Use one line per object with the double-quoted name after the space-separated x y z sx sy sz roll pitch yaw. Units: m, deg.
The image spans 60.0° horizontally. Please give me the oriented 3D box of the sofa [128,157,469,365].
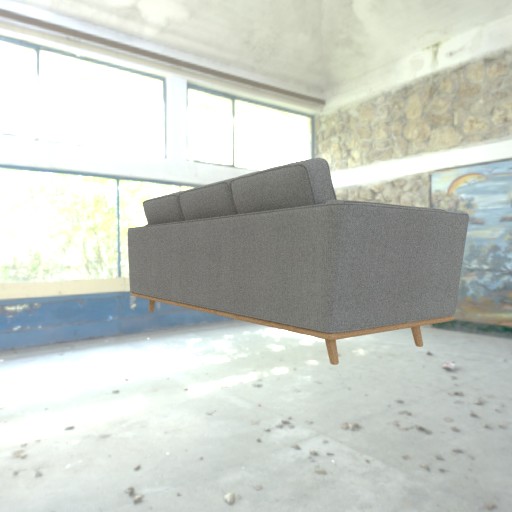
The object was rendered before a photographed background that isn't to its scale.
0.000 0.000 2.857 0.903 0.899 2.362 0 1 -36 "sofa"
